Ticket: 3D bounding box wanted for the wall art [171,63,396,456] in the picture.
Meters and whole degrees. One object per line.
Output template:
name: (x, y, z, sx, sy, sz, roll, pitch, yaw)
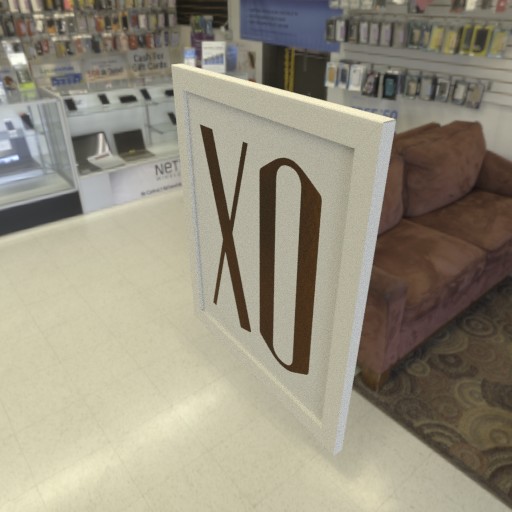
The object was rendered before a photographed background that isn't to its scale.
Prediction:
wall art: (0.000, 0.000, 0.733, 0.020, 0.536, 0.444, -22, 38, -31)
